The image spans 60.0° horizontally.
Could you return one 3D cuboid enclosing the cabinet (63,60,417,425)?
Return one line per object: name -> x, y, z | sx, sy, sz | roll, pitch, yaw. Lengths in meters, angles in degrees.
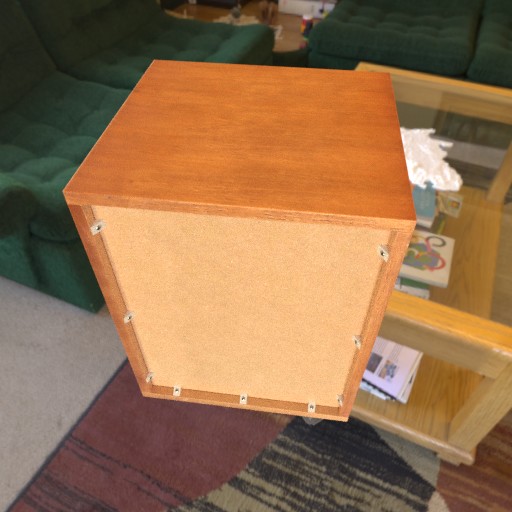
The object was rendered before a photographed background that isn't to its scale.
cabinet -> 0.000, 0.000, 0.851 | 0.409, 0.579, 0.401 | 5, 46, 5
